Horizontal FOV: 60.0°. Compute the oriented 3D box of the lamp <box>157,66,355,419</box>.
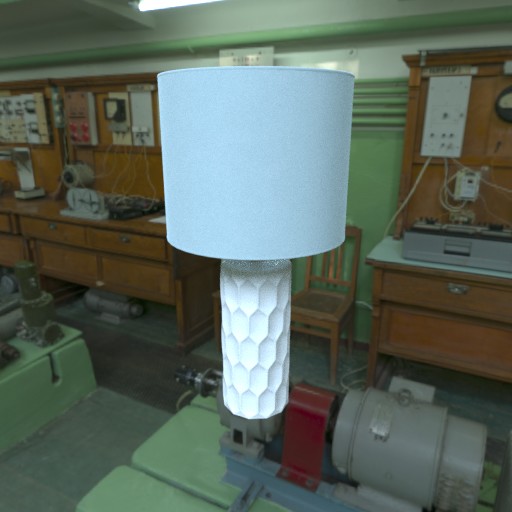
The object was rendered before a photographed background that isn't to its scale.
[{"bbox_3d":[0.000,0.000,0.712,0.277,0.534,0.277,8,19,25],"label":"lamp"}]
